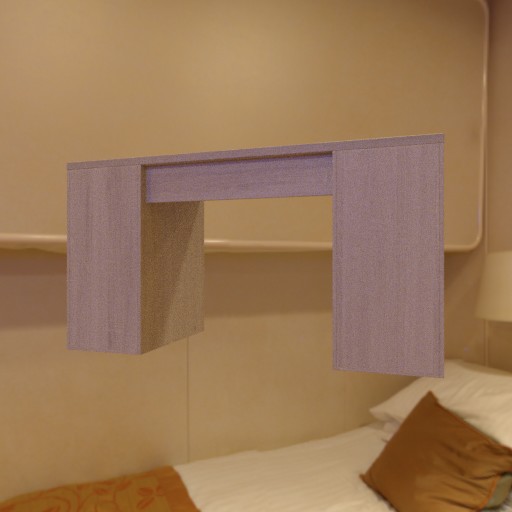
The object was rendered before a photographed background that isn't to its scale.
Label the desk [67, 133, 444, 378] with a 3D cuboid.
[{"bbox_3d":[0.000,0.000,1.832,1.390,0.740,0.600,0,0,18],"label":"desk"}]
